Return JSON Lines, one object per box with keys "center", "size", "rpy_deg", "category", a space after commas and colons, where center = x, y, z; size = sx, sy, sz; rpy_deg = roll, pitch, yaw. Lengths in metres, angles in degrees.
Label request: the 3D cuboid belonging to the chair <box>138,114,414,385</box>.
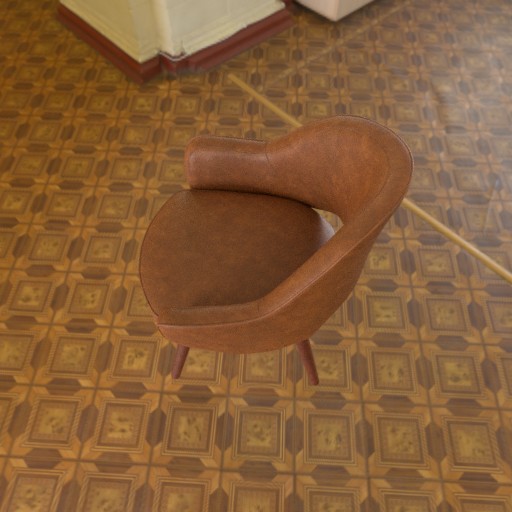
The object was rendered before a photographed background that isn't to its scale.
{"center": [0.000, 0.000, 1.232], "size": [0.640, 0.777, 0.591], "rpy_deg": [2, 57, 1], "category": "chair"}
